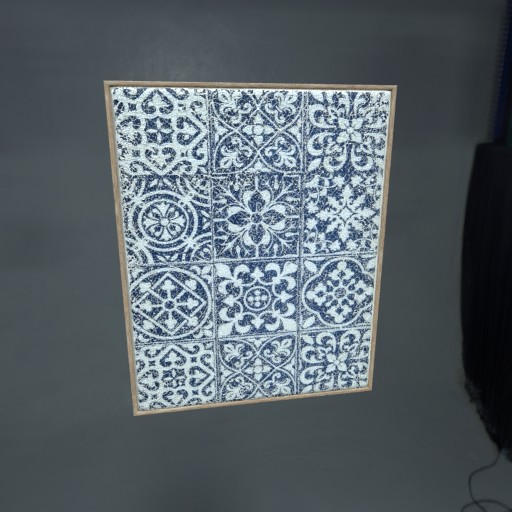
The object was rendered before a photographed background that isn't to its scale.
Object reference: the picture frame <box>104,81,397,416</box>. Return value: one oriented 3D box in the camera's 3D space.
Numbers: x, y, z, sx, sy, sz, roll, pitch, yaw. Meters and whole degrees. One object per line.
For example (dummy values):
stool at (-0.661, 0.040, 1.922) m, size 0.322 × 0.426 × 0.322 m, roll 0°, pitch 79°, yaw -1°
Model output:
picture frame at (0.000, 0.000, 0.727) m, size 0.424 × 0.526 × 0.043 m, roll -3°, pitch 17°, yaw -10°
